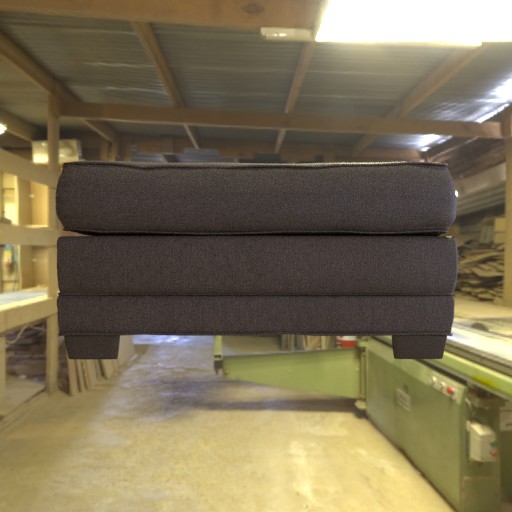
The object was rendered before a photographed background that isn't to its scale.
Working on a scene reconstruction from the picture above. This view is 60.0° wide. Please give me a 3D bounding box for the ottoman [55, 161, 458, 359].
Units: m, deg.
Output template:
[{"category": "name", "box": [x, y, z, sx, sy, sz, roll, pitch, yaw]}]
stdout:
[{"category": "ottoman", "box": [0.000, 0.000, 1.157, 0.864, 0.448, 0.490, 0, -1, 0]}]
